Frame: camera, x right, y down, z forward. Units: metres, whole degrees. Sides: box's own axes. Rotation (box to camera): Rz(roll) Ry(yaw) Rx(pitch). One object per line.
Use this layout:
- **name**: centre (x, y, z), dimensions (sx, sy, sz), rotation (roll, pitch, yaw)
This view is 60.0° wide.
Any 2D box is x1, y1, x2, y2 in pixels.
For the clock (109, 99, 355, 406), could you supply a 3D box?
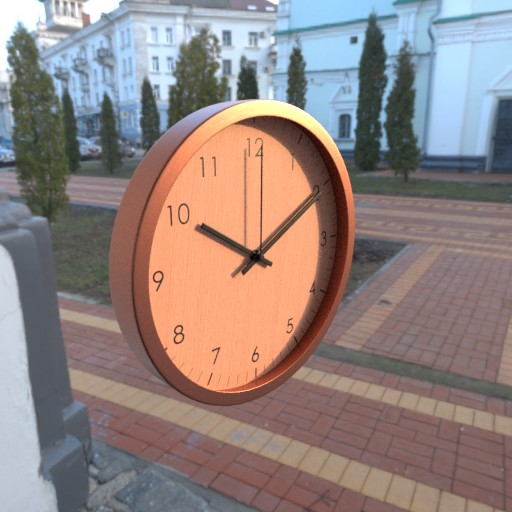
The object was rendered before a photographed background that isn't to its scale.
- **clock**: centre (0.000, 0.000, 0.472), dimensions (0.313, 0.313, 0.040), rotation (-14, 20, -43)
